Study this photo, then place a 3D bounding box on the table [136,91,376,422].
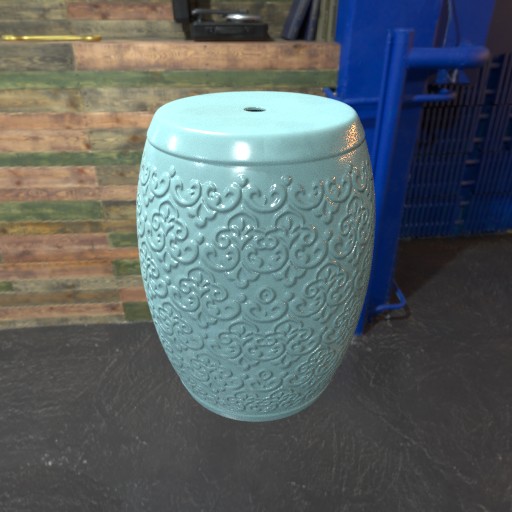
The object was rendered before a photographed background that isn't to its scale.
[{"bbox_3d":[0.000,0.000,0.612,0.309,0.397,0.309,0,30,0],"label":"table"}]
